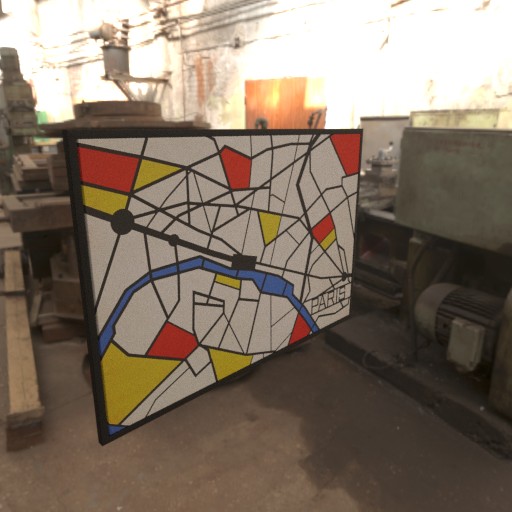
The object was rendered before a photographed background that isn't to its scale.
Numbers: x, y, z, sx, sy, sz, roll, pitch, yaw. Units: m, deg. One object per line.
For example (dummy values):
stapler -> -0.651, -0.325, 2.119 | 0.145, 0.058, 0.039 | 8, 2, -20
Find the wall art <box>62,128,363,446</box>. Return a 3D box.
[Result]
wall art -> 0.000, 0.000, 0.833 | 0.664, 0.458, 0.013 | -16, 22, -43
